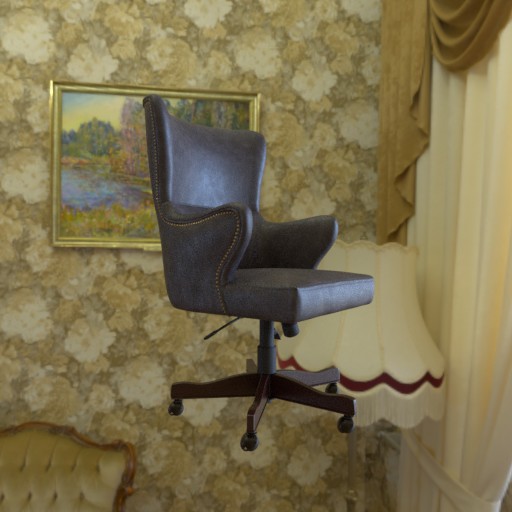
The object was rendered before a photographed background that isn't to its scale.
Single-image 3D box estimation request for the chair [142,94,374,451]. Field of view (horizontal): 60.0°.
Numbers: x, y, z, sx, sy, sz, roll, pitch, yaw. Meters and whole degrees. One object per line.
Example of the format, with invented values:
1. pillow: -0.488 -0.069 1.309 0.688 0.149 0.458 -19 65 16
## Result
1. chair: 0.000 0.000 1.494 0.717 1.037 0.594 0 1 36
